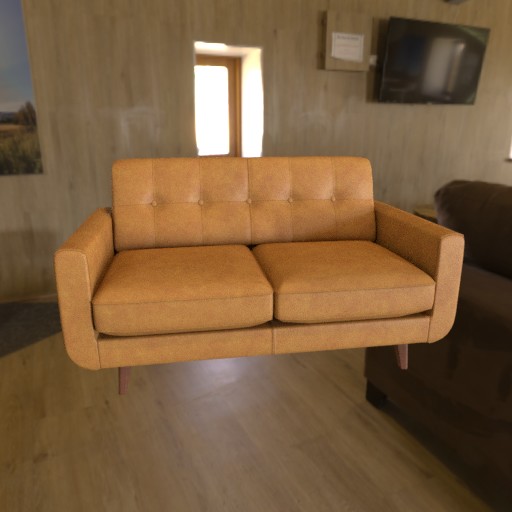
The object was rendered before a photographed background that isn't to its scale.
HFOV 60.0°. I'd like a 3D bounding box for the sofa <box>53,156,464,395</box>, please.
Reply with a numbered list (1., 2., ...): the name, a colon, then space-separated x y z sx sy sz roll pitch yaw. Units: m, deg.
1. sofa: 0.000 0.000 2.200 1.651 0.925 0.952 -3 16 -9
